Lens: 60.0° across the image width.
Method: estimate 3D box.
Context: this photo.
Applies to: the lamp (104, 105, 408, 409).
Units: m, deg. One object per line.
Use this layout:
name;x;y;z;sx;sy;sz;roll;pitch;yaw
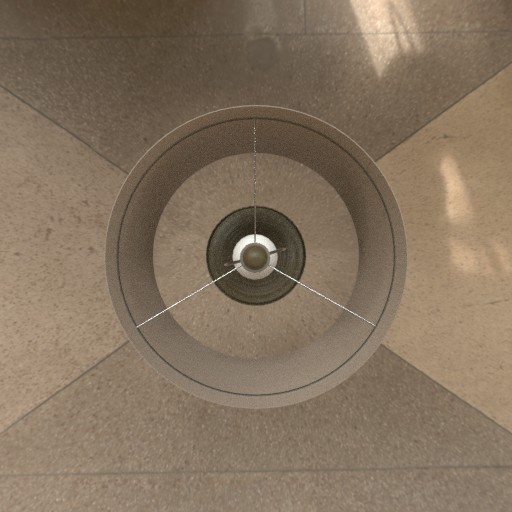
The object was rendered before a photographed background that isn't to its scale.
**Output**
lamp;0.000;0.000;0.703;0.318;0.486;0.318;0;90;0
